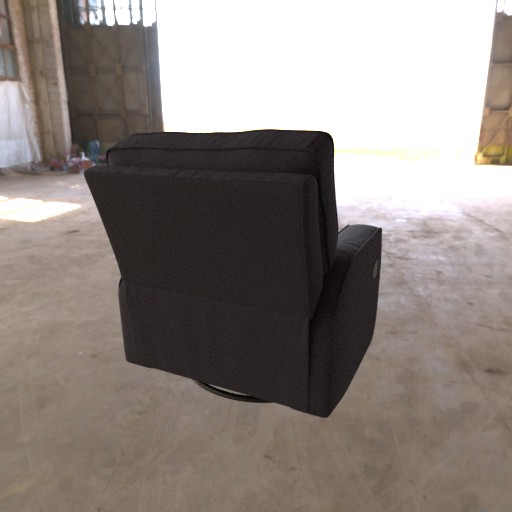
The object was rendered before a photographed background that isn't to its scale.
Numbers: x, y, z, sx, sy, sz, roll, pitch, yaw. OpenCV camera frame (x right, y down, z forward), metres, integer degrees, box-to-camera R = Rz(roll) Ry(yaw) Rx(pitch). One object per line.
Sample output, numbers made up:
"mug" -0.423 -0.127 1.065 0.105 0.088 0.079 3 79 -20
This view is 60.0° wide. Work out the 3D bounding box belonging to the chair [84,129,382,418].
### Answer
"chair" 0.000 0.000 1.739 0.861 0.962 0.964 8 18 25
